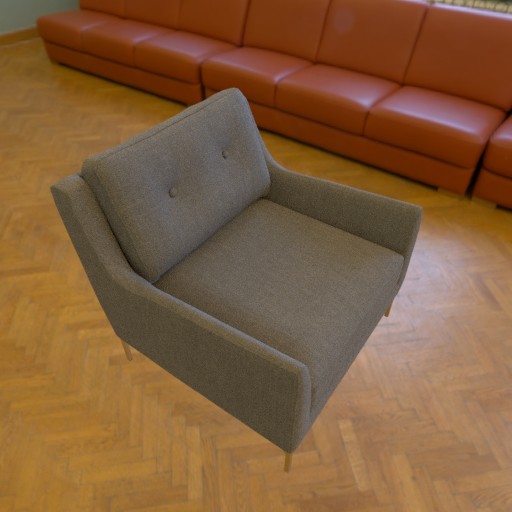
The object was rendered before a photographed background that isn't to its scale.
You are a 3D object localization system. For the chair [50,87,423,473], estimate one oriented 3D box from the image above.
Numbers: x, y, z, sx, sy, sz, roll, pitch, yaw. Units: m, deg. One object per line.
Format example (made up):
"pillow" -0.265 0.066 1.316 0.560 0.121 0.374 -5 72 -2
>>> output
"chair" 0.000 0.000 1.524 0.849 0.828 0.847 25 48 26
